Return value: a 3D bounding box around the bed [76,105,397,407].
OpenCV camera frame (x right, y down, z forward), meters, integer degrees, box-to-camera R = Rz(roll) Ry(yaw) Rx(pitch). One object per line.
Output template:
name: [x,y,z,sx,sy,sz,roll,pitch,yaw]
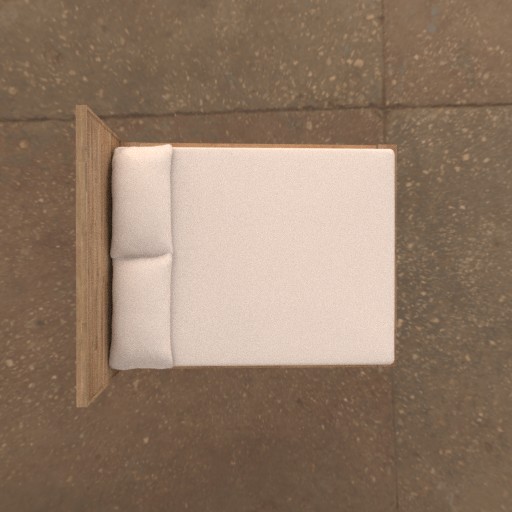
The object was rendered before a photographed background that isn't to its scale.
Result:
bed: [0.000,0.000,3.148,2.145,1.071,1.759,0,90,-2]
